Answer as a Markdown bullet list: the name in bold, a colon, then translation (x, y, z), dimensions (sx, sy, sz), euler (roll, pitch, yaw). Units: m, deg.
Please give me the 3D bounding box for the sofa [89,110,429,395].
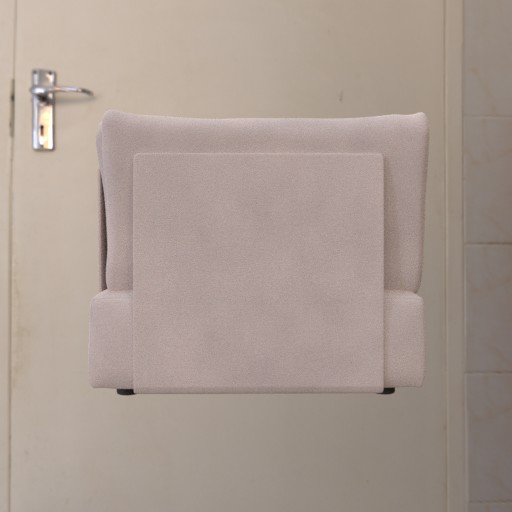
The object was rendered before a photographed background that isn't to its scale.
- **sofa**: translation (0.000, 0.000, 1.723), dimensions (1.000, 0.820, 1.000), euler (0, -1, -1)
